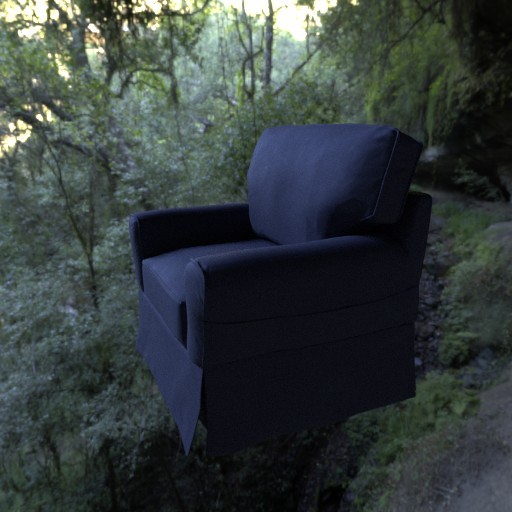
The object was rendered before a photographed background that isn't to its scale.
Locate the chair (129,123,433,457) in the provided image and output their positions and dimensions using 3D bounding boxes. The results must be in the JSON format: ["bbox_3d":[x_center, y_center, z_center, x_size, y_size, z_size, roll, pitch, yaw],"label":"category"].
[{"bbox_3d":[0.000,0.000,1.986,1.002,1.140,1.119,-8,18,-26],"label":"chair"}]
